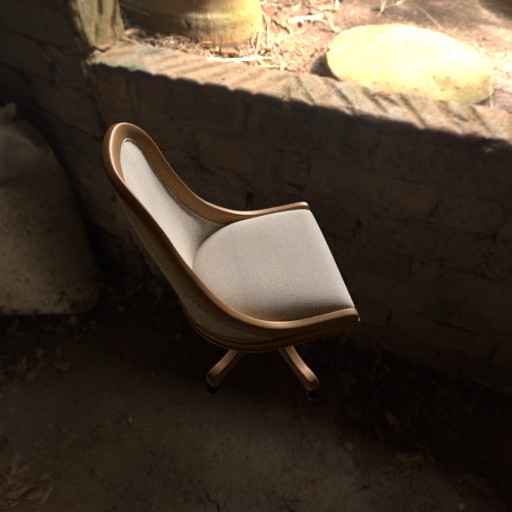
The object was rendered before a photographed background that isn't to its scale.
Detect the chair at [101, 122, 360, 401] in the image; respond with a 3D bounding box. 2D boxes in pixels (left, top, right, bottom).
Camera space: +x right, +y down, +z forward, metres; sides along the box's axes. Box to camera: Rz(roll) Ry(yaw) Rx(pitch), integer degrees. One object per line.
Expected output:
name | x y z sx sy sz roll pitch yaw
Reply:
chair | 0.000 0.000 1.553 0.811 1.009 0.702 -9 48 -8
